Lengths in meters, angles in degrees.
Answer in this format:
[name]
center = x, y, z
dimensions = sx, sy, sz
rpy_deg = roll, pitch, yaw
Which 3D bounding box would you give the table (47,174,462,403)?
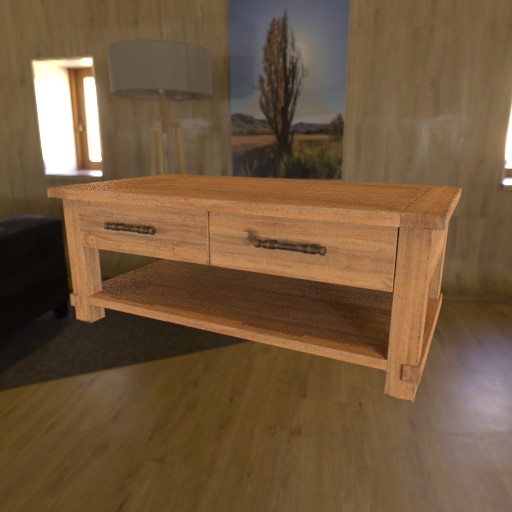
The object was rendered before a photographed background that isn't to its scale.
[table]
center = 0.000, 0.000, 1.595
dimensions = 1.270, 0.494, 0.693
rpy_deg = 7, 17, 26
